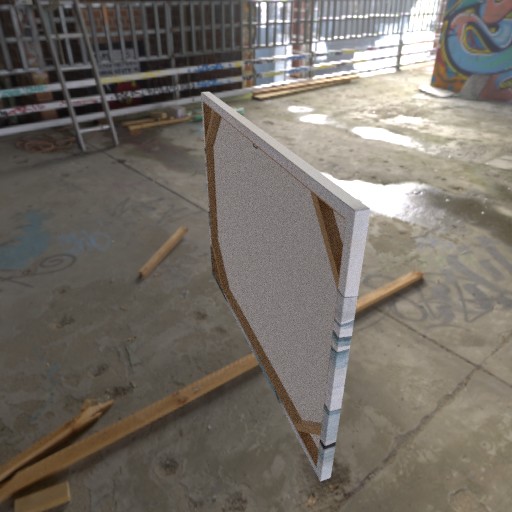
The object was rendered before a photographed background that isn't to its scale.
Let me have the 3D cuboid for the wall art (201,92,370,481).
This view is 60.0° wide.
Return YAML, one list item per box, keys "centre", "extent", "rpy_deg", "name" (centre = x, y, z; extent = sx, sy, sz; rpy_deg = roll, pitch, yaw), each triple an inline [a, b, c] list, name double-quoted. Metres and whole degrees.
- centre: [0.000, 0.000, 1.609]
  extent: [0.039, 0.915, 1.219]
  rpy_deg: [-11, 33, -17]
  name: "wall art"
